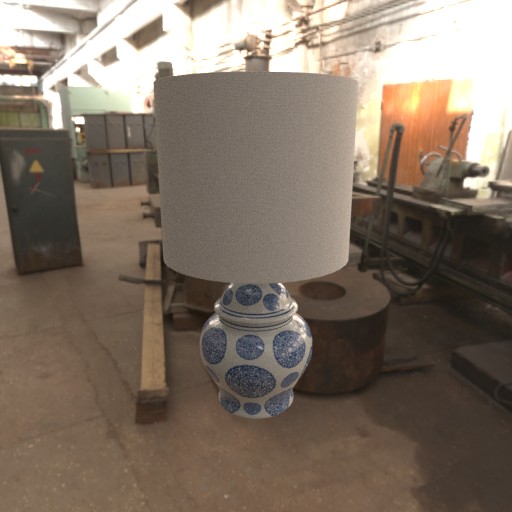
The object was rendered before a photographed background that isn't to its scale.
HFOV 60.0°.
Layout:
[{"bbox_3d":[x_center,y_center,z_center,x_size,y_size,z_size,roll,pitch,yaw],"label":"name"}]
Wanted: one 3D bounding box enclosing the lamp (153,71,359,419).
[{"bbox_3d":[0.000,0.000,0.526,0.215,0.381,0.215,-8,18,-27],"label":"lamp"}]
